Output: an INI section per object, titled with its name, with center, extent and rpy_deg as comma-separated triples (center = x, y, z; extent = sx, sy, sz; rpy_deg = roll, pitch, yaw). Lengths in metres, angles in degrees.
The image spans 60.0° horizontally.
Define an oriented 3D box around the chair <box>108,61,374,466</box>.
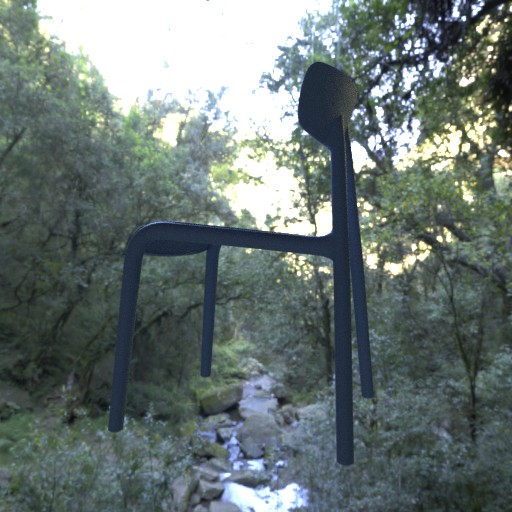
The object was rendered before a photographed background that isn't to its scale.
[chair]
center = 0.000, 0.000, 0.825
extent = 0.401, 0.580, 0.356
rpy_deg = 0, 1, 20
